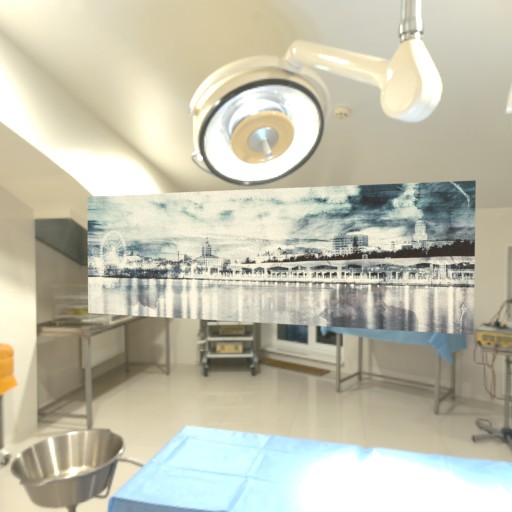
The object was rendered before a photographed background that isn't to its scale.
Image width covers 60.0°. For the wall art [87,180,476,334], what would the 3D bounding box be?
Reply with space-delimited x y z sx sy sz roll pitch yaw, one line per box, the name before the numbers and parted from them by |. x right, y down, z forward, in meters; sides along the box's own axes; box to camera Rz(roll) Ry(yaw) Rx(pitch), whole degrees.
wall art | 0.000 0.000 1.708 1.524 0.509 0.037 0 1 18
